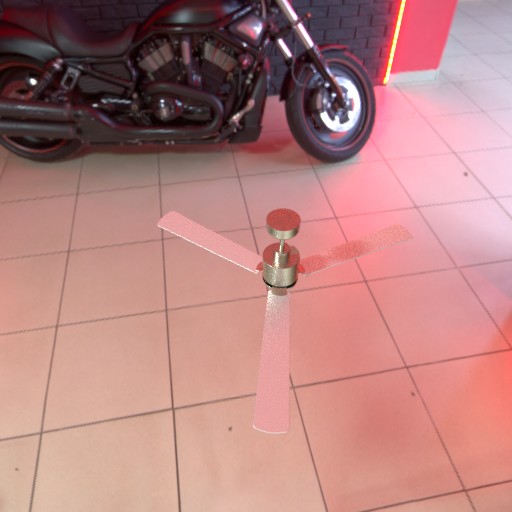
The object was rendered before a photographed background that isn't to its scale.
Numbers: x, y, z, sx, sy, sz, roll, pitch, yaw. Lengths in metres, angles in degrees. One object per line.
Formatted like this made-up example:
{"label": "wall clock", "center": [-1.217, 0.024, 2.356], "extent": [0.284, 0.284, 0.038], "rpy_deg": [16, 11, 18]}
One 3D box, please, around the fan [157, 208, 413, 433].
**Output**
{"label": "fan", "center": [0.000, 0.000, 2.342], "extent": [1.531, 0.446, 1.561], "rpy_deg": [16, 48, 15]}
